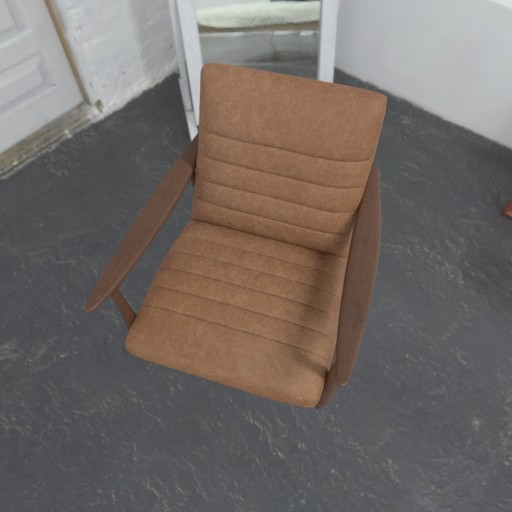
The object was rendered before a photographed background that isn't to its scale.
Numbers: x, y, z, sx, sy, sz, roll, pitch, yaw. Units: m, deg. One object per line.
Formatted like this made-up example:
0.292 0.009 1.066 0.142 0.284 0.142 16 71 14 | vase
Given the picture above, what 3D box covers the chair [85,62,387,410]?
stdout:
0.000 0.000 1.445 0.741 0.832 0.798 15 59 9 | chair
